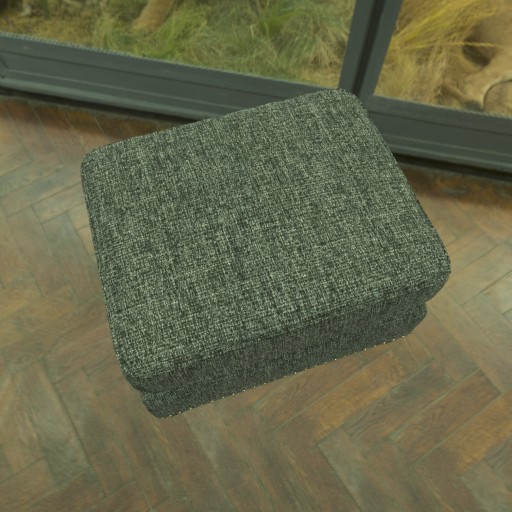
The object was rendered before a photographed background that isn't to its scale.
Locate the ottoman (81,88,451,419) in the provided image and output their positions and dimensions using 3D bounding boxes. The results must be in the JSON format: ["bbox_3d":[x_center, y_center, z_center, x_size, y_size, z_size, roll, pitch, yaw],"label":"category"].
[{"bbox_3d":[0.000,0.000,1.158,0.738,0.537,0.589,-17,65,-8],"label":"ottoman"}]
